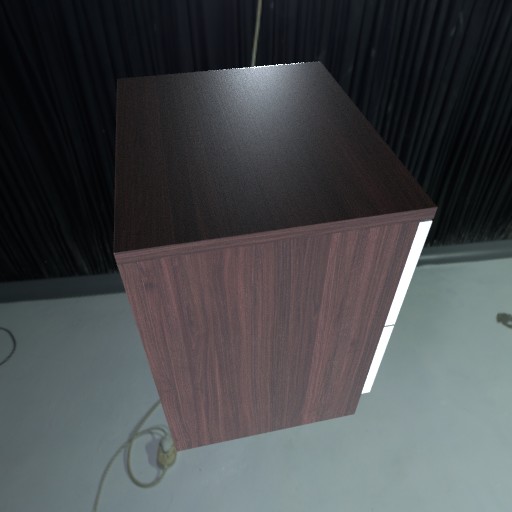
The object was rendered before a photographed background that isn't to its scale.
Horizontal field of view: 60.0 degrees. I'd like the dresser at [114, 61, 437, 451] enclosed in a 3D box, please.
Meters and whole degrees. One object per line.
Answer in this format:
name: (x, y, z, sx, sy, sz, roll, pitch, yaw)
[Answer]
dresser: (0.000, 0.000, 0.749, 0.360, 0.470, 0.400, -9, 45, -9)
